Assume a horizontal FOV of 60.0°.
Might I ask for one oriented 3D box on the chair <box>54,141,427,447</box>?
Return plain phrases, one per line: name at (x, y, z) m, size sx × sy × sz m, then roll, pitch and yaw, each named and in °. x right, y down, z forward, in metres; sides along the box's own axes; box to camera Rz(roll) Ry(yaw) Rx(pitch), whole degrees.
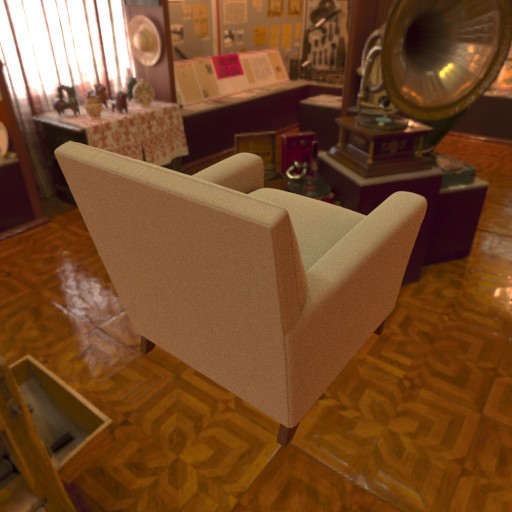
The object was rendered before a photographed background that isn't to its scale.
chair at (0.000, 0.000, 1.539) m, size 0.840 × 0.846 × 0.871 m, roll 22°, pitch 37°, yaw 32°
